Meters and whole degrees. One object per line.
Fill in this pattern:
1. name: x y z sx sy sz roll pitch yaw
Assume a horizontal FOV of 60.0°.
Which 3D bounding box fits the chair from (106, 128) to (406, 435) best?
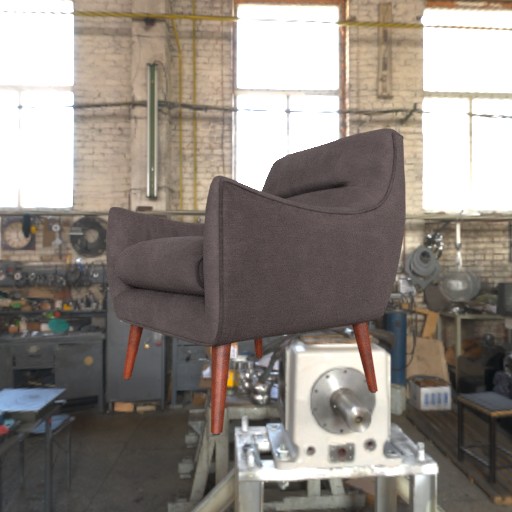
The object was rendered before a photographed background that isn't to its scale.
1. chair: 0.000 0.000 1.465 0.787 0.838 0.762 0 -1 -36
